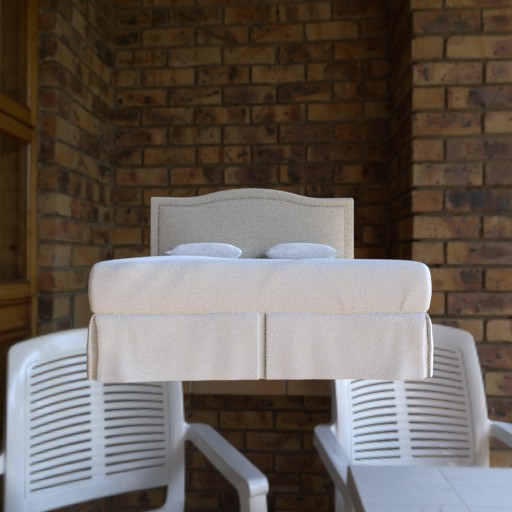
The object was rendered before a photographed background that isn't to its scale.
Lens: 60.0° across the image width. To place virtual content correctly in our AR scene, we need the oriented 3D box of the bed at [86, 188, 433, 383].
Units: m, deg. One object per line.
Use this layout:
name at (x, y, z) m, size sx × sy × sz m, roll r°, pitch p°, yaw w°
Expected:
bed at (0.000, 0.000, 3.517) m, size 2.083 × 1.421 × 2.182 m, roll 0°, pitch -1°, yaw -2°
